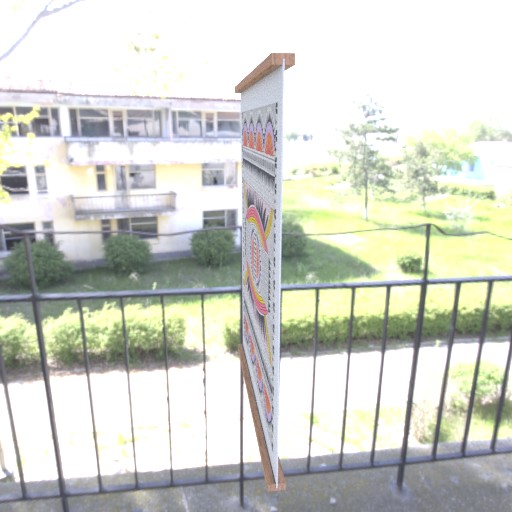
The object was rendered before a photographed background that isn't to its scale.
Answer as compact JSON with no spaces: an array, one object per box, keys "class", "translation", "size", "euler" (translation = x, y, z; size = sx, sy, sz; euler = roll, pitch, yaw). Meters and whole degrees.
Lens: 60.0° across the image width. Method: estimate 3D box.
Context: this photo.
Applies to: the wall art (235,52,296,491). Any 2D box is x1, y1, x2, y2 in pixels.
[{"class":"wall art","translation":[0.000,0.000,0.801],"size":[0.028,0.609,0.456],"euler":[-2,16,-8]}]
